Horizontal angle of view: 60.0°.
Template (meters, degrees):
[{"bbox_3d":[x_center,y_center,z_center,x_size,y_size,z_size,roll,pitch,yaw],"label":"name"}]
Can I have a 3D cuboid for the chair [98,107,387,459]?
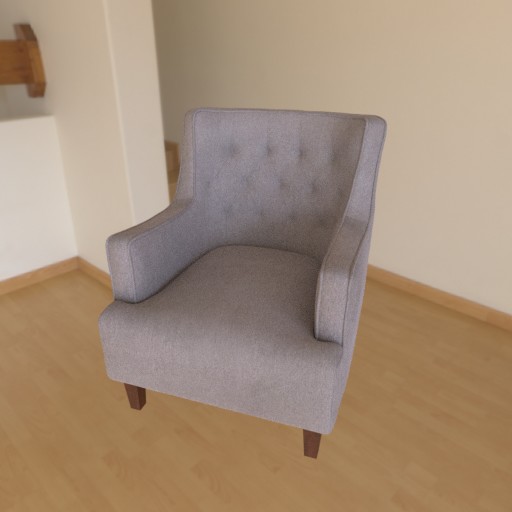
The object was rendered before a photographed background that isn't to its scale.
[{"bbox_3d":[0.000,0.000,1.586,0.781,0.919,0.910,8,27,17],"label":"chair"}]
